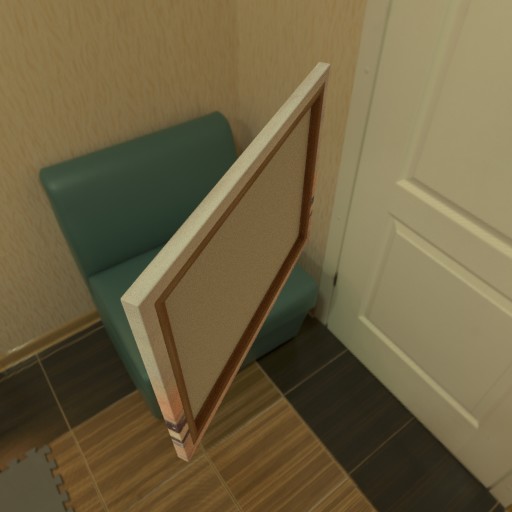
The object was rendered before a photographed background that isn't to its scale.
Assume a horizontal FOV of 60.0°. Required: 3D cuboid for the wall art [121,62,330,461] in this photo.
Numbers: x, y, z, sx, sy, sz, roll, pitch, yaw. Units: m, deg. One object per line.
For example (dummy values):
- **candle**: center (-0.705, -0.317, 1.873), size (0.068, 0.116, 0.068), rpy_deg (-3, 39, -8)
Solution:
- **wall art**: center (0.000, 0.000, 1.333), size (0.038, 0.763, 1.015), rpy_deg (19, 50, 17)
